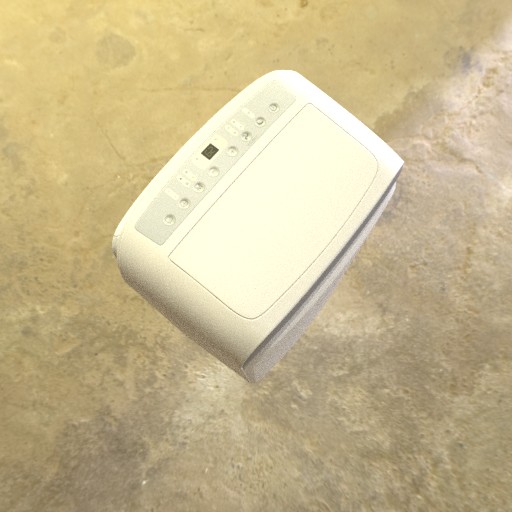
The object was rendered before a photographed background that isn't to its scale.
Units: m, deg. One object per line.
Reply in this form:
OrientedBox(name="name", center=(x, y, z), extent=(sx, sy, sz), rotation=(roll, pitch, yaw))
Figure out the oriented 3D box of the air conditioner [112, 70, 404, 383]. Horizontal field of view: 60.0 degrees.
OrientedBox(name="air conditioner", center=(0.000, 0.000, 0.948), extent=(0.365, 0.700, 0.454), rotation=(38, 78, 10))
